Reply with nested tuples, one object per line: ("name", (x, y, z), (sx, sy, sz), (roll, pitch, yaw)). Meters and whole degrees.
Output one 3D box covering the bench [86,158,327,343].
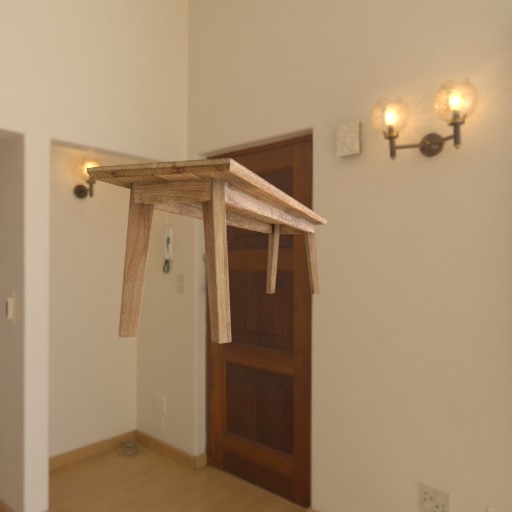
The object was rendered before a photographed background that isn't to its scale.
("bench", (0.000, 0.000, 1.854), (0.378, 0.431, 1.698), (0, 0, 16))
